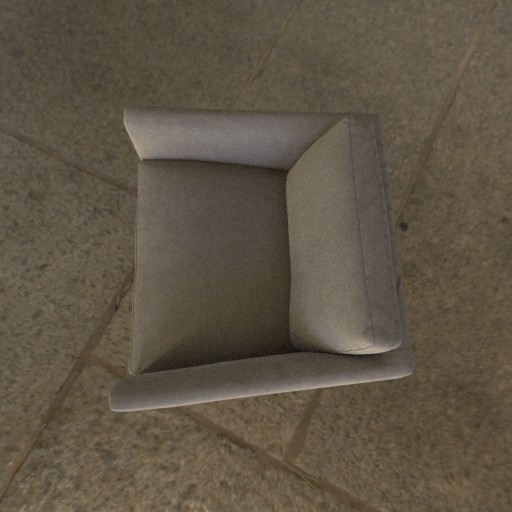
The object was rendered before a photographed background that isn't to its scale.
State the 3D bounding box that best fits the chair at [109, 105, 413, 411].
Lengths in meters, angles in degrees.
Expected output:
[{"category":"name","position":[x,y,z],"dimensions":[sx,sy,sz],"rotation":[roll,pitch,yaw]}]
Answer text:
[{"category":"chair","position":[0.000,0.000,1.895],"dimensions":[1.091,0.845,1.190],"rotation":[-2,74,-1]}]
